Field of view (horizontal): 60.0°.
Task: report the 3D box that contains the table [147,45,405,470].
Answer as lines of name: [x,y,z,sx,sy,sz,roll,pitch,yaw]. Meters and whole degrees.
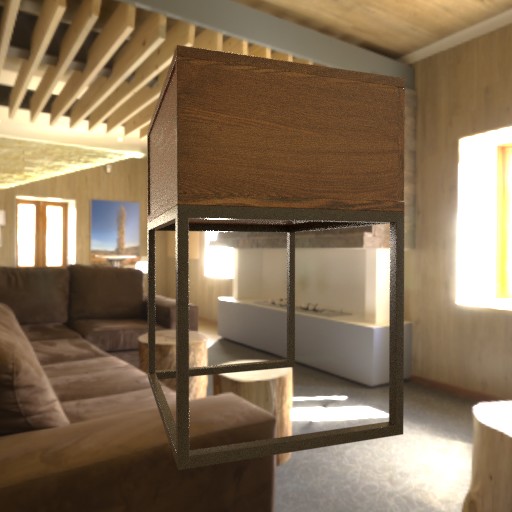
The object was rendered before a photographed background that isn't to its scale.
table: [0.000,0.000,0.926,0.400,0.610,0.482,0,1,-19]
